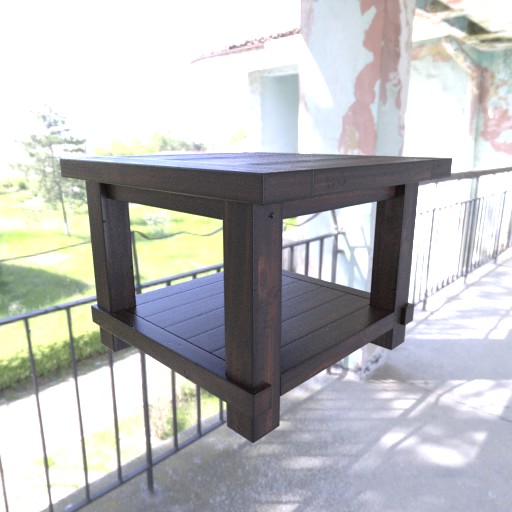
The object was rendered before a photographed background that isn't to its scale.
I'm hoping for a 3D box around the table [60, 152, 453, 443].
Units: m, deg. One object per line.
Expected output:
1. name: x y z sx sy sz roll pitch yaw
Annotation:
1. table: 0.000 0.000 1.009 0.606 0.437 0.593 14 20 43
